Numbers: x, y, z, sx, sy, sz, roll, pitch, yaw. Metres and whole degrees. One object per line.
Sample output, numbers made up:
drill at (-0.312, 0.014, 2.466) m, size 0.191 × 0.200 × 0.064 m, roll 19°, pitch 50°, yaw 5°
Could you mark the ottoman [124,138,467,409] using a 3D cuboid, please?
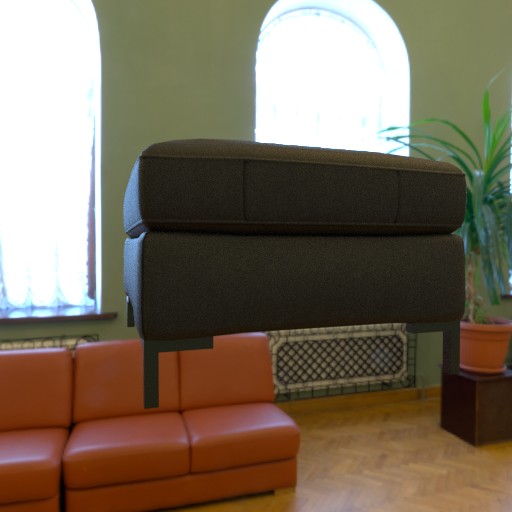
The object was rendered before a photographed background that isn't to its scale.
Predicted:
ottoman at (0.000, 0.000, 1.734) m, size 0.967 × 0.696 × 1.187 m, roll 0°, pitch 2°, yaw -18°
